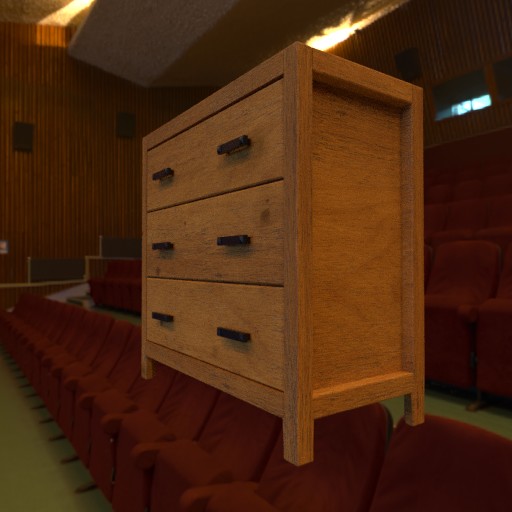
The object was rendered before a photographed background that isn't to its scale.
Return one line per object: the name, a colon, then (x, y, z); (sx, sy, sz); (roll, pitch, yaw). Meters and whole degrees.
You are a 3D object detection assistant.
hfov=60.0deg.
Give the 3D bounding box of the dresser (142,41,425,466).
dresser: (0.000, 0.000, 1.271); (0.427, 0.804, 0.804); (1, -1, -35)
